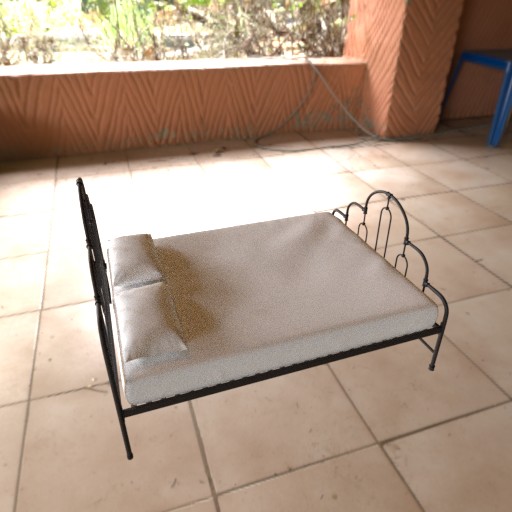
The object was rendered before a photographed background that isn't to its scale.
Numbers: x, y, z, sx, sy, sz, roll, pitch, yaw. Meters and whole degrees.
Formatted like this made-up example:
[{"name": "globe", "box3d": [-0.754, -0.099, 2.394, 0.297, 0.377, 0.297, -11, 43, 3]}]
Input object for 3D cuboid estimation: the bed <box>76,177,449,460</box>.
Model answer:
[{"name": "bed", "box3d": [0.000, 0.000, 3.179, 2.163, 1.429, 1.640, -10, 32, -17]}]
